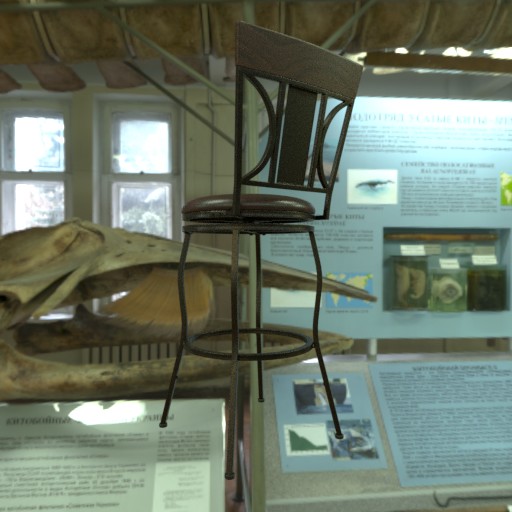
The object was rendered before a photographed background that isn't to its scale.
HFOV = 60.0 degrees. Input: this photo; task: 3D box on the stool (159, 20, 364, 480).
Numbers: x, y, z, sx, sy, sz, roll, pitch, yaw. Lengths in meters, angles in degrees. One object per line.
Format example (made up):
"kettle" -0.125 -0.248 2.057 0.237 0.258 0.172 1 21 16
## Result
"stool" 0.000 0.000 1.380 0.448 1.130 0.513 -1 1 -36
